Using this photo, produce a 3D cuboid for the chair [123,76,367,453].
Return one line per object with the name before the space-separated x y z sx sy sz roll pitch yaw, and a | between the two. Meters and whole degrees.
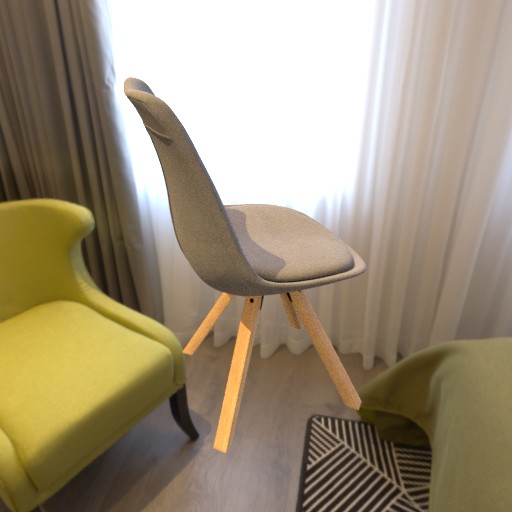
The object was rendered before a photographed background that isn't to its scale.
chair | 0.000 0.000 1.150 0.549 0.863 0.474 -10 30 -17
